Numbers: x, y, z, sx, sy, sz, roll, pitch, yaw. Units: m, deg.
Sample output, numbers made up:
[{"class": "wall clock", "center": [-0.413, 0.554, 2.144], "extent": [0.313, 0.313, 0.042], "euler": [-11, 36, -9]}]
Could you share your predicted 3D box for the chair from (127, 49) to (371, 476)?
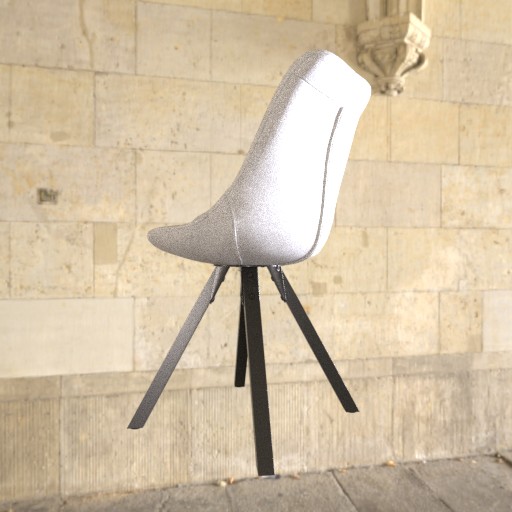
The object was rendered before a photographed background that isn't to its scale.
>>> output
[{"class": "chair", "center": [0.000, 0.000, 1.144], "extent": [0.550, 0.850, 0.485], "euler": [0, 0, 35]}]
